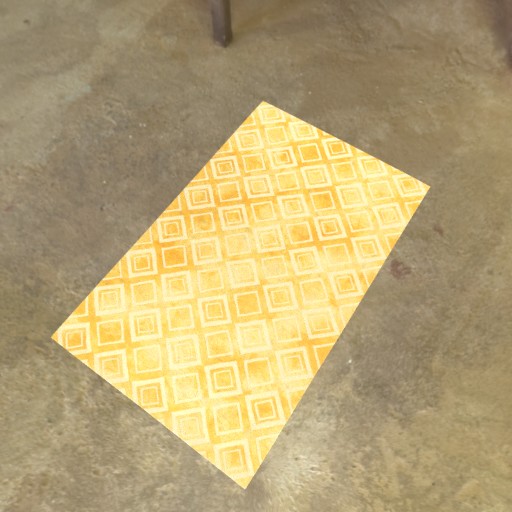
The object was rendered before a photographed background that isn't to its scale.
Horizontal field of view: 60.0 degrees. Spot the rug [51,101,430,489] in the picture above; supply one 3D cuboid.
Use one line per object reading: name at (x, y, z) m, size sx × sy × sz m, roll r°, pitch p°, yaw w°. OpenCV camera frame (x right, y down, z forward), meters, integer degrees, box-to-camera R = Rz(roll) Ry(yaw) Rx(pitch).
rug at (0.000, 0.000, 3.061) m, size 1.511 × 0.010 × 2.424 m, roll 32°, pitch 68°, yaw 14°
